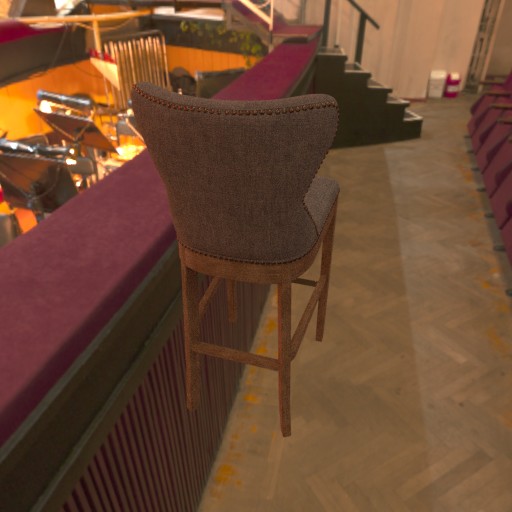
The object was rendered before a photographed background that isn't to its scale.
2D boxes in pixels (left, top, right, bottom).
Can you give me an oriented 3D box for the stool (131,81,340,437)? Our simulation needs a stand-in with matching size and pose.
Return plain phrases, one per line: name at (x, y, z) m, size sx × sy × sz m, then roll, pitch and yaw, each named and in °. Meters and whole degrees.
stool at (0.000, 0.000, 1.436) m, size 0.494 × 1.123 × 0.606 m, roll 10°, pitch 34°, yaw 15°
